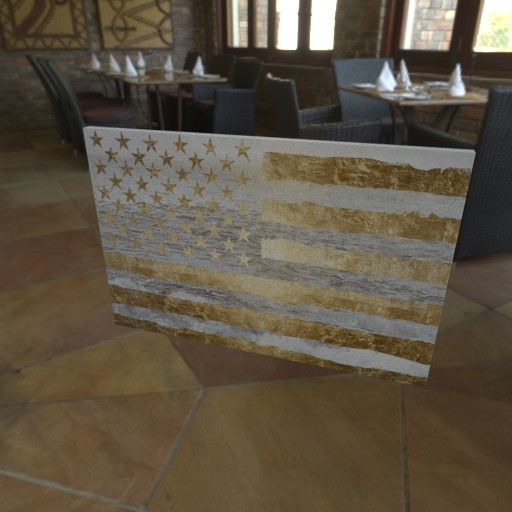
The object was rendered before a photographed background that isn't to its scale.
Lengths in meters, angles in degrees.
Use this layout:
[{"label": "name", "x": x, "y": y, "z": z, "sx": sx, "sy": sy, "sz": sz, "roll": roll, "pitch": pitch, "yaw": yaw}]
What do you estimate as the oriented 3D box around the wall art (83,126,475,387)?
[{"label": "wall art", "x": 0.000, "y": 0.000, "z": 1.161, "sx": 0.932, "sy": 0.610, "sz": 0.027, "roll": 8, "pitch": 27, "yaw": 16}]
